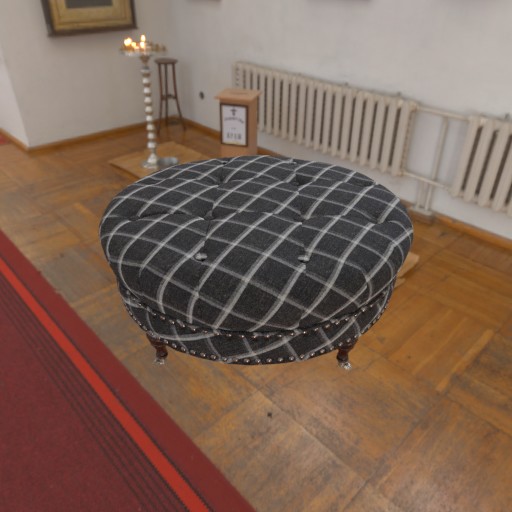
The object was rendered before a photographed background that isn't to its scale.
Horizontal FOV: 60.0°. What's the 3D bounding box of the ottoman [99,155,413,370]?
[{"bbox_3d":[0.000,0.000,1.403,0.901,0.439,0.901,0,32,0],"label":"ottoman"}]
